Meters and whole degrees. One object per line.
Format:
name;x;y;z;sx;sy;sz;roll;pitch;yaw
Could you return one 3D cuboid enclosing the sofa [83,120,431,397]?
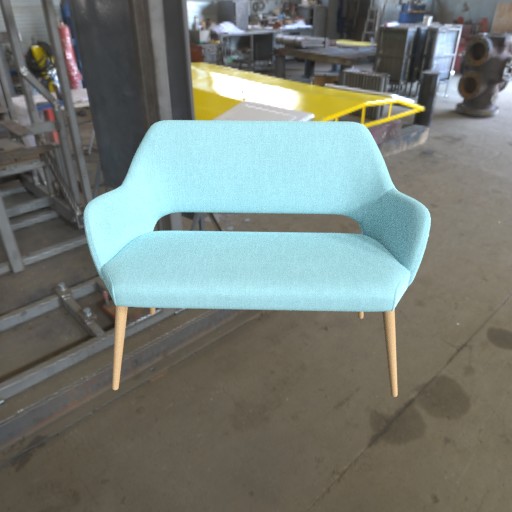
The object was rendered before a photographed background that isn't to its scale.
sofa;0.000;0.000;1.635;1.150;0.840;0.610;1;31;2
